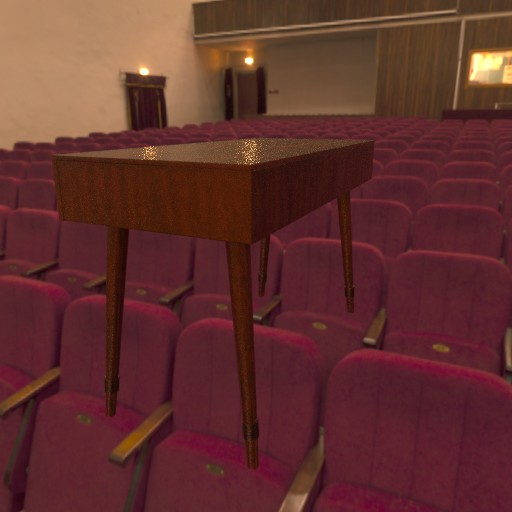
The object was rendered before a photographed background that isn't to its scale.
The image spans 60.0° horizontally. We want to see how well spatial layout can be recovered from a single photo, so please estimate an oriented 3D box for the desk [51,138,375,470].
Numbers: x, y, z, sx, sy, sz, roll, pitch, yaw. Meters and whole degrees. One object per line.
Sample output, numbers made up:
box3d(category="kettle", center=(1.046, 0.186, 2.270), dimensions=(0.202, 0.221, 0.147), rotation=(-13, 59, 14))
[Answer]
box3d(category="desk", center=(0.000, 0.000, 2.130), dimensions=(0.734, 1.031, 1.577), rotation=(8, 19, 24))
